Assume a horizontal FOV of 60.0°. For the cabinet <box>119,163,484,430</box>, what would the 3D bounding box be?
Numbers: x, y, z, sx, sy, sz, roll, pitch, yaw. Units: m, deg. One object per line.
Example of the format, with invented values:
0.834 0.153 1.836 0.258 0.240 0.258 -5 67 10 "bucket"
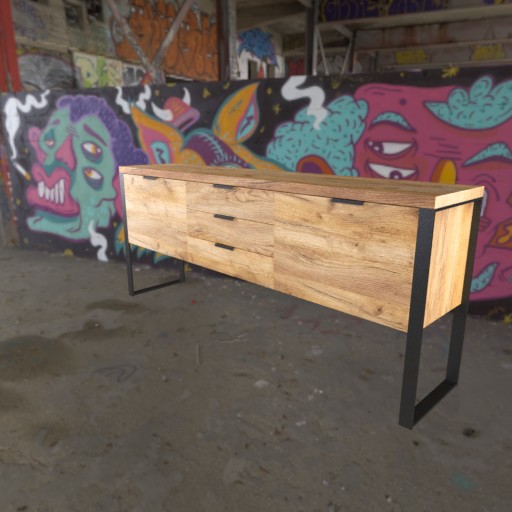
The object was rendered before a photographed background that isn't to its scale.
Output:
0.000 0.000 2.085 0.395 0.762 1.800 -15 21 -43 "cabinet"
